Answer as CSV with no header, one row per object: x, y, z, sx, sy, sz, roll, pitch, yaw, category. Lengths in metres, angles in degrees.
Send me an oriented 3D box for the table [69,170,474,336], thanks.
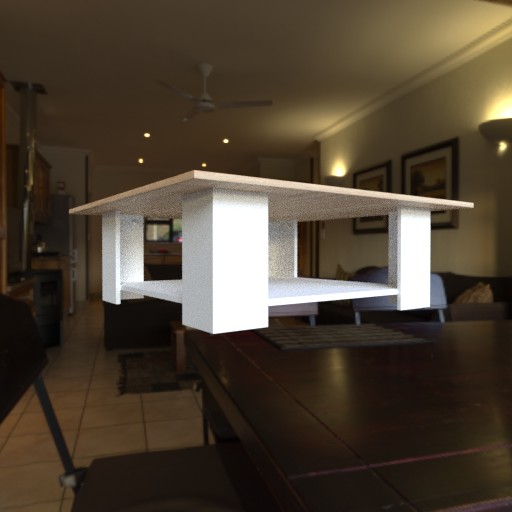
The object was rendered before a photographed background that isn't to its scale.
0.000,0.000,1.369,0.890,0.305,0.890,0,1,-35,table
